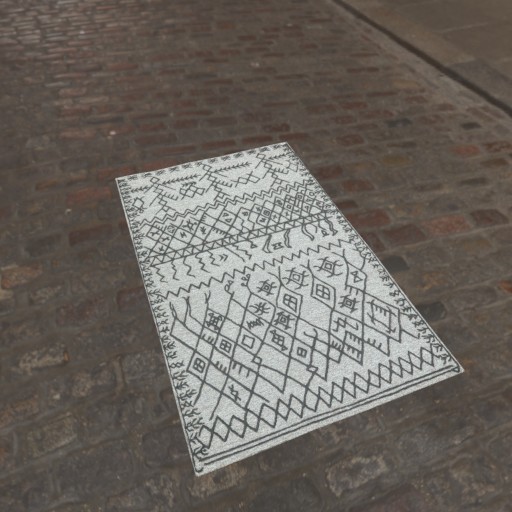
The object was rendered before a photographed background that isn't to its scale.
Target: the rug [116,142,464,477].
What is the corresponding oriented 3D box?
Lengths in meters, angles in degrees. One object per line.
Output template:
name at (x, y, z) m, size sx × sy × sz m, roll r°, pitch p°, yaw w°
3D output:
rug at (0.000, 0.000, 4.742) m, size 2.393 × 0.019 × 3.824 m, roll -16°, pitch 49°, yaw -14°
